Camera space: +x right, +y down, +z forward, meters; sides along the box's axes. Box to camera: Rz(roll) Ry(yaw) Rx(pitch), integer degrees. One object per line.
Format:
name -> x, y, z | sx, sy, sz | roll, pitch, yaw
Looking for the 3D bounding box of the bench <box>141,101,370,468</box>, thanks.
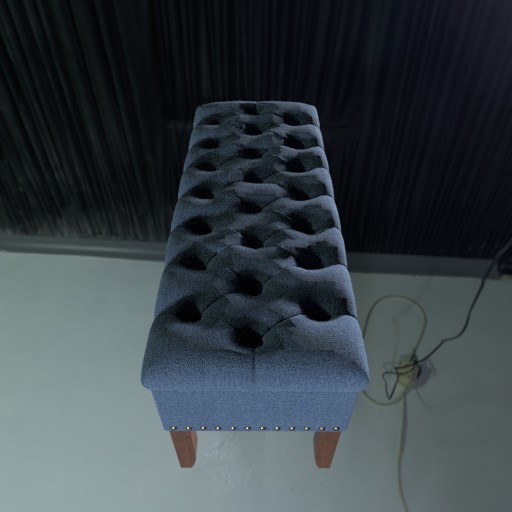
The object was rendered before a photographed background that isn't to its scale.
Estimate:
bench -> 0.000, 0.000, 1.298 | 0.417, 0.492, 1.052 | 0, 44, 0
